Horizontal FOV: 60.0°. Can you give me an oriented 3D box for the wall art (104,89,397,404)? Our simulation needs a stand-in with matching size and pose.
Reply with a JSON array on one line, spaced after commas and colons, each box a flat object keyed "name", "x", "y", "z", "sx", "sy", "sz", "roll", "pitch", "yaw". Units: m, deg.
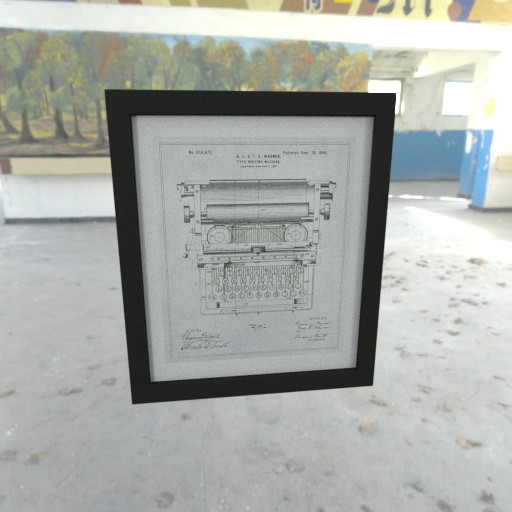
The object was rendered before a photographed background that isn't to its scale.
[{"name": "wall art", "x": 0.000, "y": 0.000, "z": 0.728, "sx": 0.432, "sy": 0.508, "sz": 0.021, "roll": -2, "pitch": 16, "yaw": -7}]
